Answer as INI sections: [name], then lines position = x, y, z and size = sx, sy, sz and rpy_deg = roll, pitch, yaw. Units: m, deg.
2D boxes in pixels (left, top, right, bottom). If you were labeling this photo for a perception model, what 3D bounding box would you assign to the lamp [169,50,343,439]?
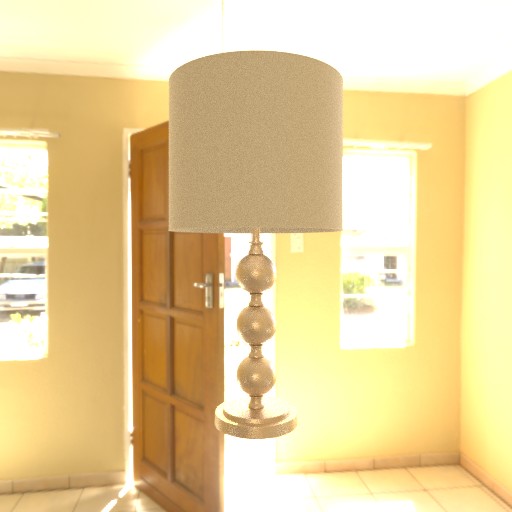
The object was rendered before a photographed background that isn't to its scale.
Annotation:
[lamp]
position = 0.000, 0.000, 0.715
size = 0.277, 0.538, 0.277
rpy_deg = 0, 1, -17
